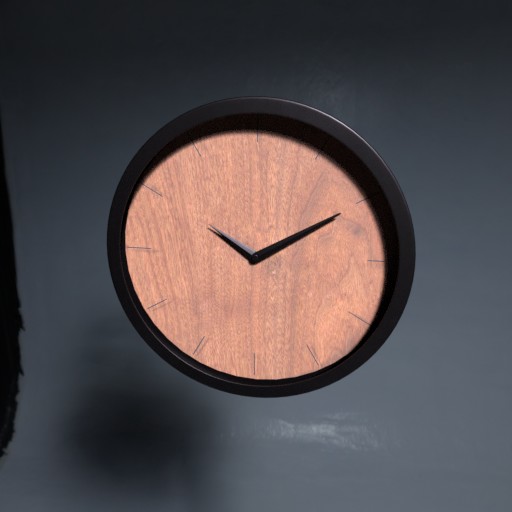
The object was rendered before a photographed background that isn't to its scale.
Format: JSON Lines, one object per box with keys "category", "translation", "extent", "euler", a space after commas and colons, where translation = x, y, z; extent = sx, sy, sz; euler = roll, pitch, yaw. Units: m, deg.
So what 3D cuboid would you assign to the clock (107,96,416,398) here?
{"category": "clock", "translation": [0.000, 0.000, 0.464], "extent": [0.314, 0.314, 0.040], "euler": [2, 16, 9]}
